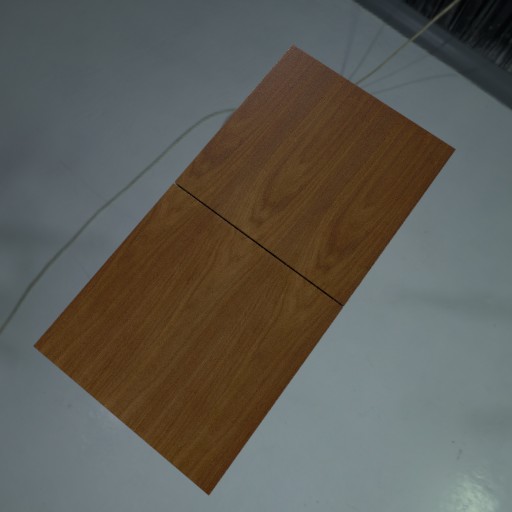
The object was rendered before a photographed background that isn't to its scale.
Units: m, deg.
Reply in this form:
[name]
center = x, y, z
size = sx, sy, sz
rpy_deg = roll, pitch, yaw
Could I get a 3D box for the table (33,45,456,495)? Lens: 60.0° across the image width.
[table]
center = 0.000, 0.000, 1.429
size = 0.610, 0.330, 1.194
rpy_deg = 36, 79, 8
